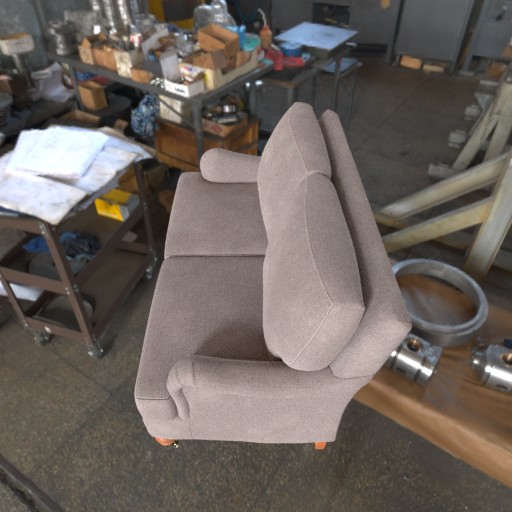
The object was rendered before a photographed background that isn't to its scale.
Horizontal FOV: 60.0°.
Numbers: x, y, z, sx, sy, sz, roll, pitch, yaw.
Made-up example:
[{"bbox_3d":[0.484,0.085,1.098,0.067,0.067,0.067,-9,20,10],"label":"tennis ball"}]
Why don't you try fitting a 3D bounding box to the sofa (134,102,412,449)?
[{"bbox_3d":[0.000,0.000,2.504,1.084,1.101,1.853,-1,42,-1],"label":"sofa"}]
